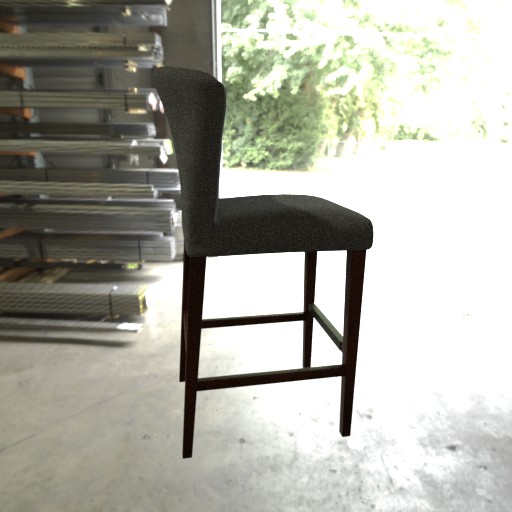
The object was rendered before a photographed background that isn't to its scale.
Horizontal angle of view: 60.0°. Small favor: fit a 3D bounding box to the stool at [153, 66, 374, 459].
[{"bbox_3d":[0.000,0.000,1.385,0.568,1.069,0.486,-3,16,-10],"label":"stool"}]
